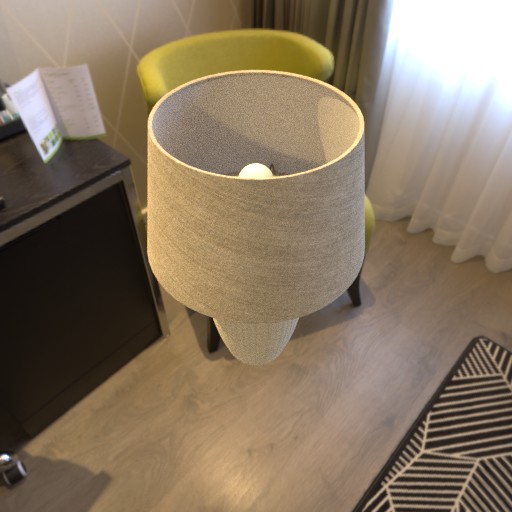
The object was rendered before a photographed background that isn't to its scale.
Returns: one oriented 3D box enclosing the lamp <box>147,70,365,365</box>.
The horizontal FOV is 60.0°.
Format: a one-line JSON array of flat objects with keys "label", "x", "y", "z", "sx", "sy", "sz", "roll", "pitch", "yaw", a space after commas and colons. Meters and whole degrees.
[{"label": "lamp", "x": 0.000, "y": 0.000, "z": 0.845, "sx": 0.390, "sy": 0.580, "sz": 0.390, "roll": 0, "pitch": 46, "yaw": 0}]
